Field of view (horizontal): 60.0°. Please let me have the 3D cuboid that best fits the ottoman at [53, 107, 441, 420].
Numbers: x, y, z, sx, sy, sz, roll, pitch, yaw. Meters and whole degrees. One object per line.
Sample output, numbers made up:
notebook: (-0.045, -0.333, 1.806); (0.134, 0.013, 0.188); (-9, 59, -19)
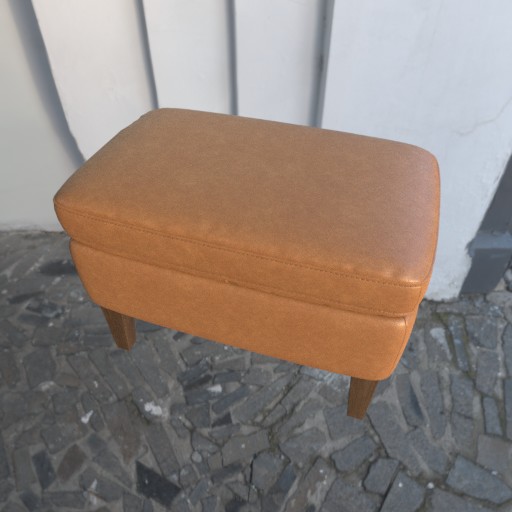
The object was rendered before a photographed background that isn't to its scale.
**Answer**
ottoman: (0.000, 0.000, 0.974); (0.670, 0.480, 0.420); (13, 44, 13)
